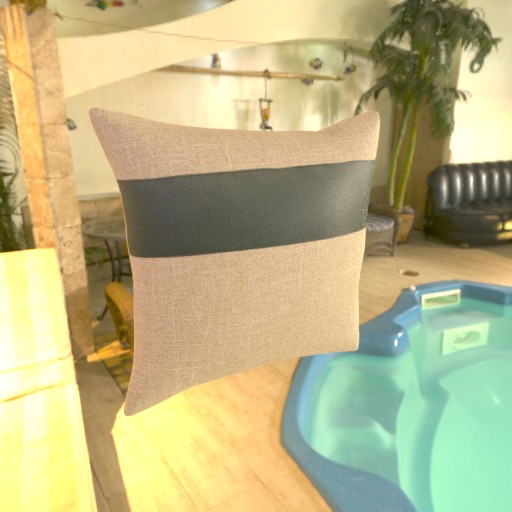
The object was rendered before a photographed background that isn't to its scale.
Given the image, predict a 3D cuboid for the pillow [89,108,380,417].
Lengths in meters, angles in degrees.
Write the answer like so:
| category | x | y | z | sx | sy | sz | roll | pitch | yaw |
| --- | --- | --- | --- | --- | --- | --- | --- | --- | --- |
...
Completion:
| category | x | y | z | sx | sy | sz | roll | pitch | yaw |
| --- | --- | --- | --- | --- | --- | --- | --- | --- | --- |
| pillow | 0.000 | 0.000 | 0.634 | 0.414 | 0.399 | 0.173 | -9 | 19 | -26 |
